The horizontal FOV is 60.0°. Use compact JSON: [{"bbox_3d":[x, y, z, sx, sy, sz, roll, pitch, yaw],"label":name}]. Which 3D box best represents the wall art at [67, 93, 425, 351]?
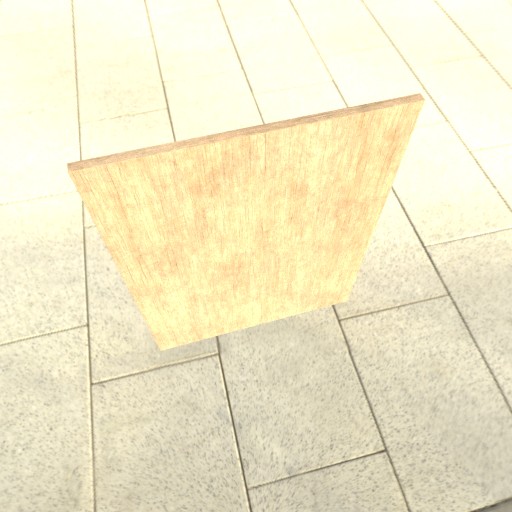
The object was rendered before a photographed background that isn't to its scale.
[{"bbox_3d":[0.000,0.000,0.932,0.534,0.686,0.018,-14,59,-8],"label":"wall art"}]
